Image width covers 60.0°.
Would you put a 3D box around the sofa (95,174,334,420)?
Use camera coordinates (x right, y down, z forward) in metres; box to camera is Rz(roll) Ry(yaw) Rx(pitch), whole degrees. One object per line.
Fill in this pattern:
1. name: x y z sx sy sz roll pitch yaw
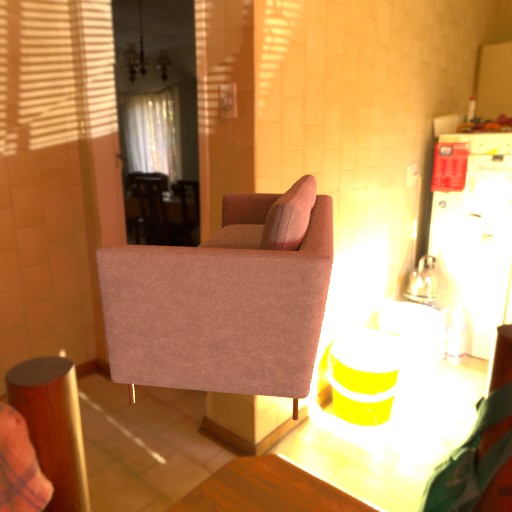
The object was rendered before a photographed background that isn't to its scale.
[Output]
1. sofa: 0.000 0.000 2.641 0.889 0.864 2.121 2 14 9
